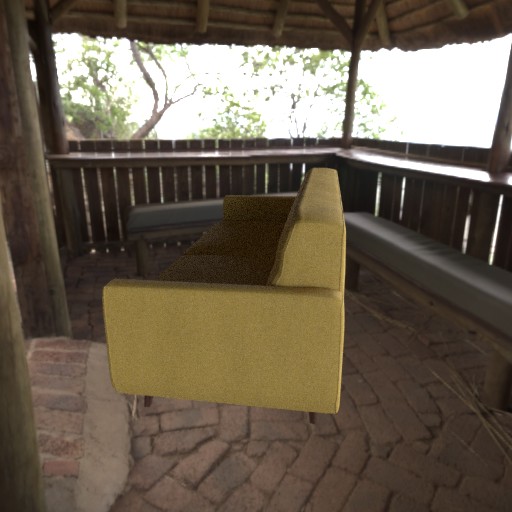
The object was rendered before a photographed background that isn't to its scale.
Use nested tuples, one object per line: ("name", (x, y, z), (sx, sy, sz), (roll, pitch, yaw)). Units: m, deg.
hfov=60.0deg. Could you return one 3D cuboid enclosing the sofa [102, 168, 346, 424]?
("sofa", (0.000, 0.000, 2.503), (0.909, 0.841, 2.029), (3, 17, 9))
